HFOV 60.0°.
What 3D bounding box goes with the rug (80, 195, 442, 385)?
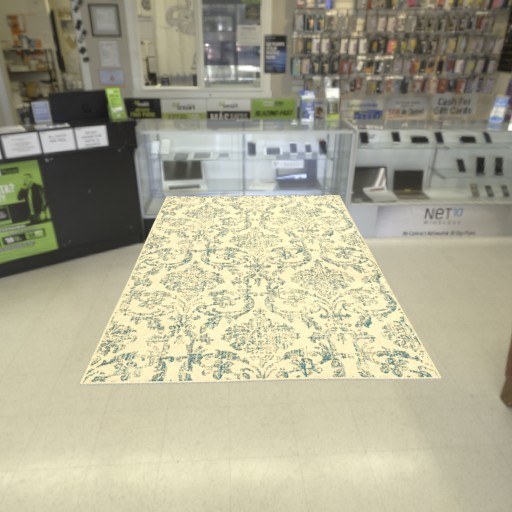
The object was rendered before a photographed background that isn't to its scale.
[{"bbox_3d":[0.000,0.000,3.436,1.819,0.018,2.746,-1,27,-1],"label":"rug"}]
